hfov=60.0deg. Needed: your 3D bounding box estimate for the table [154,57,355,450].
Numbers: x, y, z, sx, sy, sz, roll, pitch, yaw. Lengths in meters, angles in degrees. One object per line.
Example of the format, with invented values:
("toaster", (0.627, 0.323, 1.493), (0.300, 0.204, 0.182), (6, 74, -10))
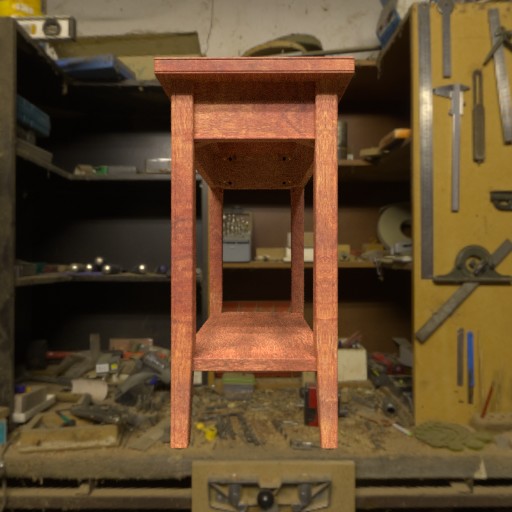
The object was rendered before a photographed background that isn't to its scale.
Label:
("table", (0.000, 0.000, 0.979), (0.305, 0.610, 0.610), (0, 1, 1))
